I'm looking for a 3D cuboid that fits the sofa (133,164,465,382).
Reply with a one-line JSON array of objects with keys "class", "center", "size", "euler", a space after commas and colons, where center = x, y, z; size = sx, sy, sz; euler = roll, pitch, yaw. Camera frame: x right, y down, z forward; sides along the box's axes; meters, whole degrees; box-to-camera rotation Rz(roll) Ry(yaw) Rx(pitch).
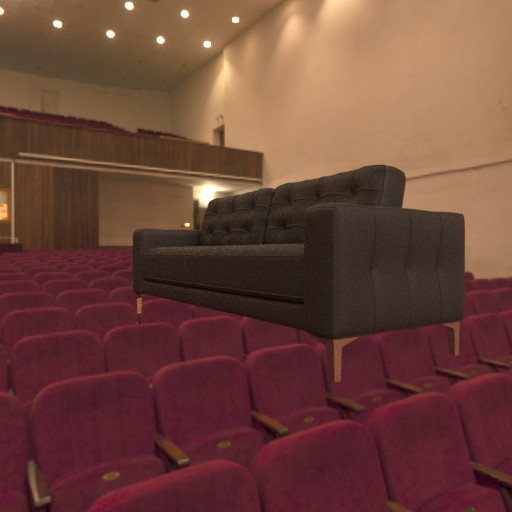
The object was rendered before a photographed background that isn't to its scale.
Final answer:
[{"class": "sofa", "center": [0.000, 0.000, 2.721], "size": [0.833, 0.893, 2.275], "euler": [0, 1, -34]}]
